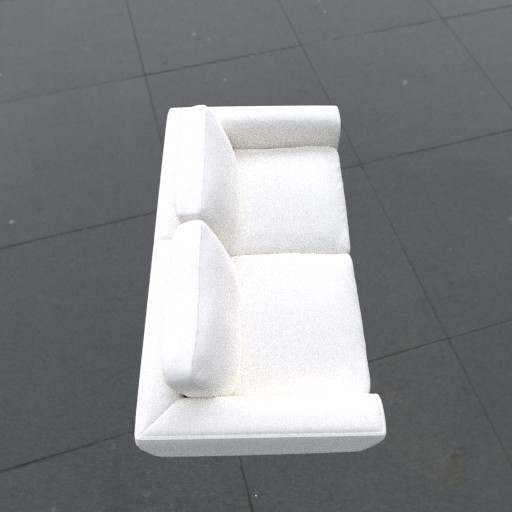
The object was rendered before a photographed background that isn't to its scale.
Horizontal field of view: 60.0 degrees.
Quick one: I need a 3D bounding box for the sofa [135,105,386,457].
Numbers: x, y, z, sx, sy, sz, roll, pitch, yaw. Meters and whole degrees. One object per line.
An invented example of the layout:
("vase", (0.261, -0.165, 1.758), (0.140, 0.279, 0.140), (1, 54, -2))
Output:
("sofa", (0.000, 0.000, 2.390), (1.069, 0.801, 1.920), (-1, 62, -1))
